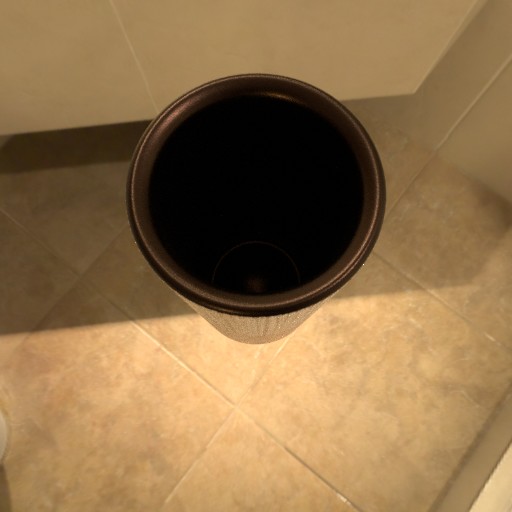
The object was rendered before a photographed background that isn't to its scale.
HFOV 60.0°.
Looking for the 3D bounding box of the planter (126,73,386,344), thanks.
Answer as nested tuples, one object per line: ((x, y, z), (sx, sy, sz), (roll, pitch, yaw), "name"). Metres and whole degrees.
((0.000, 0.000, 0.277), (0.100, 0.227, 0.100), (2, 76, 0), "planter")
